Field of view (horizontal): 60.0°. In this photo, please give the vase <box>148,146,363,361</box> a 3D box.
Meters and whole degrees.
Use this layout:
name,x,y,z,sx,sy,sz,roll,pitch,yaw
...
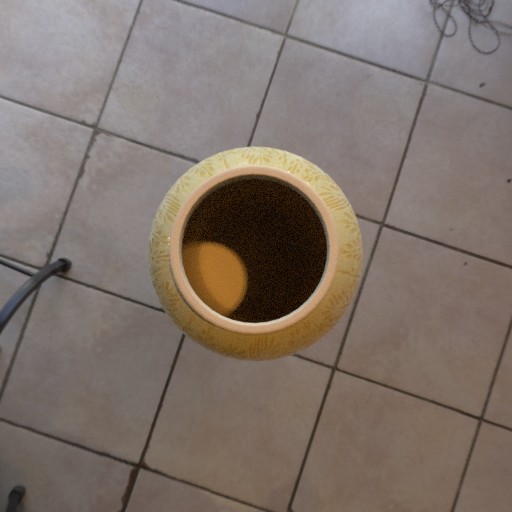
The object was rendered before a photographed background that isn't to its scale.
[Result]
name,x,y,z,sx,sy,sz,roll,pitch,yaw
vase,0.000,0.000,0.384,0.172,0.270,0.172,0,88,0
